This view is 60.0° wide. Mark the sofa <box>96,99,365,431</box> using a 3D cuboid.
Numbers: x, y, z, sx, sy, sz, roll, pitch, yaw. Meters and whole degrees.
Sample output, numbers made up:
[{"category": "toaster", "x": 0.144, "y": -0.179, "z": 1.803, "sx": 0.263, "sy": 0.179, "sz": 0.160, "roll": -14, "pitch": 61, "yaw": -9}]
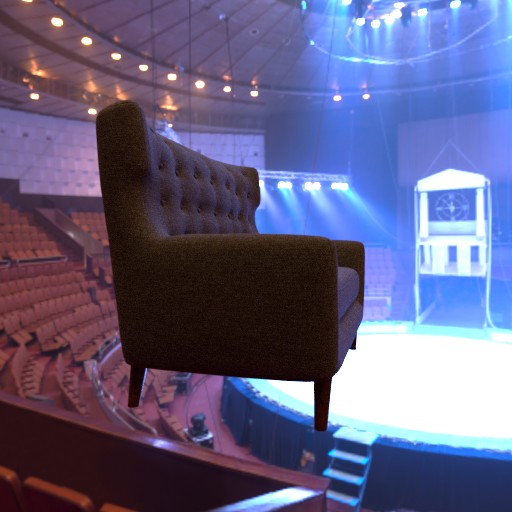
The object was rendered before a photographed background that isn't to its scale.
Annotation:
[{"category": "sofa", "x": 0.000, "y": 0.000, "z": 1.976, "sx": 0.874, "sy": 1.028, "sz": 1.358, "roll": 0, "pitch": 1, "yaw": 17}]
